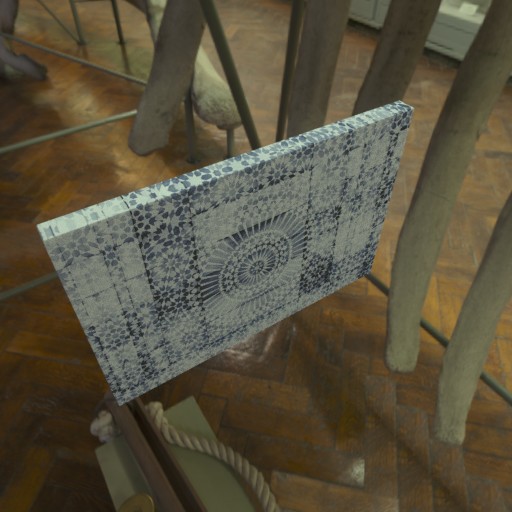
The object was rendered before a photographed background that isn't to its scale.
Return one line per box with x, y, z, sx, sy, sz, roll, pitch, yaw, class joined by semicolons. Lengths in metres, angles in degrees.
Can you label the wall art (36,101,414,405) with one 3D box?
0.000;0.000;1.170;0.911;0.608;0.057;-24;50;-23;wall art
